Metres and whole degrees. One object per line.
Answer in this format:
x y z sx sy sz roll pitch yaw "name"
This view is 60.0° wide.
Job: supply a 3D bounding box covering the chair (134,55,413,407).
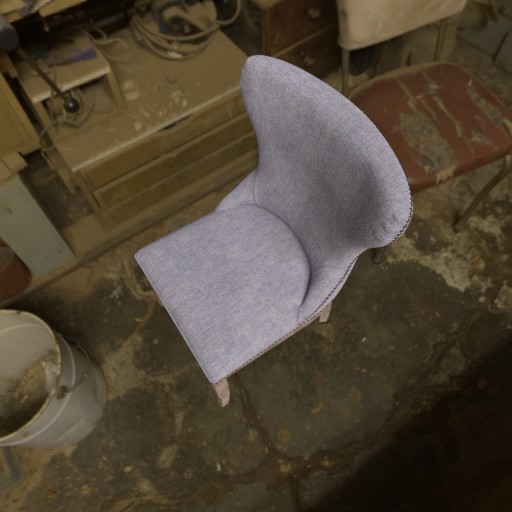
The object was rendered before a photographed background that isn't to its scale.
0.000 0.000 1.484 0.681 1.002 0.654 -30 66 -15 "chair"
